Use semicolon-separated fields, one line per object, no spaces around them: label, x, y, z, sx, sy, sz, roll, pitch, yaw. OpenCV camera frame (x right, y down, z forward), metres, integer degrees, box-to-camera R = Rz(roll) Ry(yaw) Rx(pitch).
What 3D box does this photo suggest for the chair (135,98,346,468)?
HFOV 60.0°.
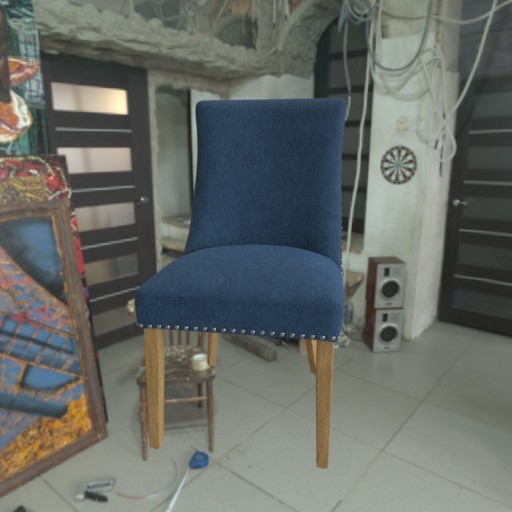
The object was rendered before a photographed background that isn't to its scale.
chair;0.000;0.000;1.267;0.495;0.902;0.610;2;14;10
